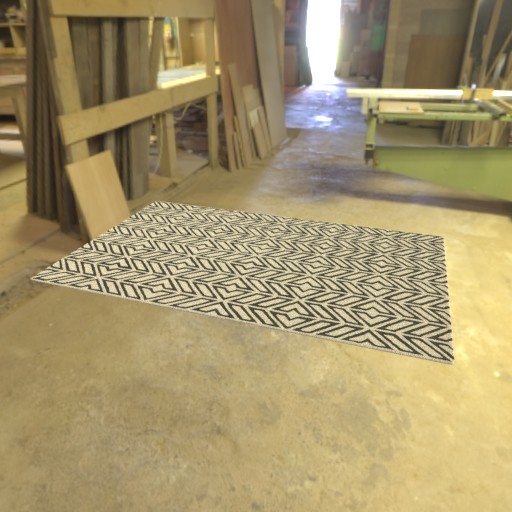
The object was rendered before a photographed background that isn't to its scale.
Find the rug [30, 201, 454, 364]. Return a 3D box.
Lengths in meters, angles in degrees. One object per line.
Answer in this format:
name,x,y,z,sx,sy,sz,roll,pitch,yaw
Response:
rug,0.000,0.000,3.019,2.438,0.008,1.523,9,28,17
